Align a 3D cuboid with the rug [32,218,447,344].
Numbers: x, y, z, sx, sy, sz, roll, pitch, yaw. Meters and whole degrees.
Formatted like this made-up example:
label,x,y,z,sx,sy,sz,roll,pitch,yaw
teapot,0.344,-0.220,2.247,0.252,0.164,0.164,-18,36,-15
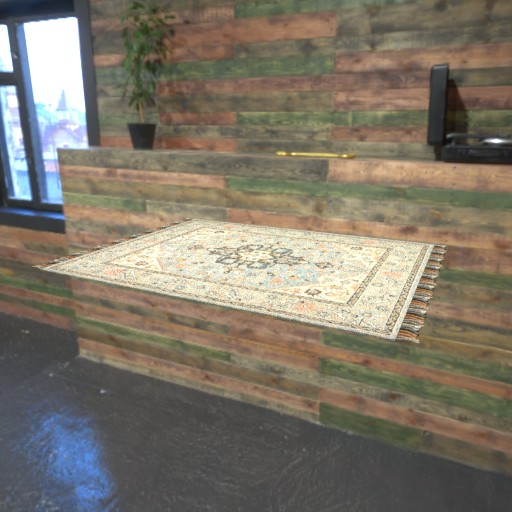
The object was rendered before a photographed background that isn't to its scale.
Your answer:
label,x,y,z,sx,sy,sz,roll,pitch,yaw
rug,0.000,0.000,2.257,1.730,0.009,1.278,8,18,25
